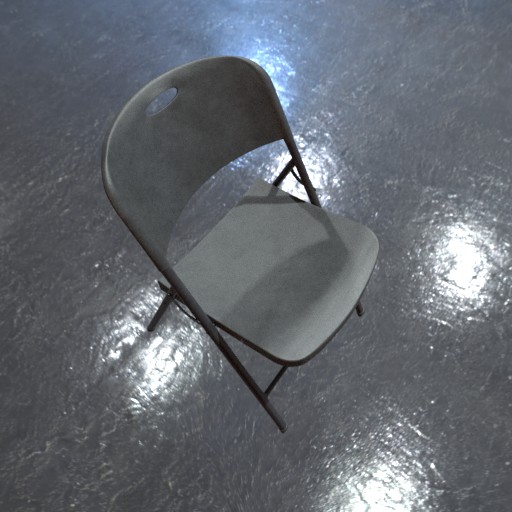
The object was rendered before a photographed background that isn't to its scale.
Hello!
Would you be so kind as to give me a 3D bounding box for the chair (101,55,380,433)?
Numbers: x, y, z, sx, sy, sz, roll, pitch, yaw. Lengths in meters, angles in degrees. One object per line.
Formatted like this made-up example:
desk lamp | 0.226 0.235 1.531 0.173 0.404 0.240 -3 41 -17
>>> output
chair | 0.000 0.000 1.154 0.566 0.810 0.494 32 63 18
